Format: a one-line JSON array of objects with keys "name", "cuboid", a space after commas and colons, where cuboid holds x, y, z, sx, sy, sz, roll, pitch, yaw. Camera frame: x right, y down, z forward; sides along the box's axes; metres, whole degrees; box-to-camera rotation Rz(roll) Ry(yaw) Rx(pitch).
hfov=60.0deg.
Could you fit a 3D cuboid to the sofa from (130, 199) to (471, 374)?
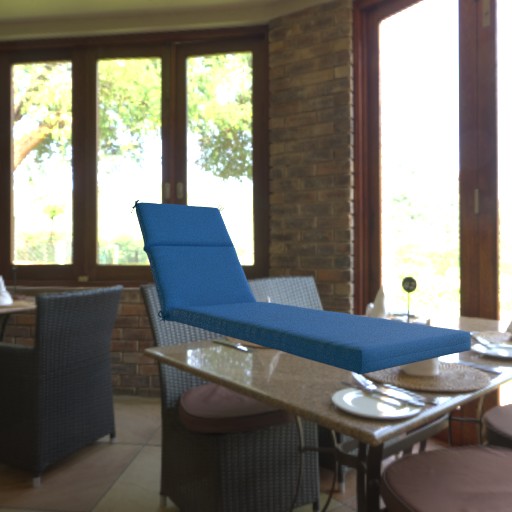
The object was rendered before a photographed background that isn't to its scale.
[{"name": "sofa", "cuboid": [0.000, 0.000, 1.930, 0.582, 0.622, 1.663, 0, 0, -35]}]
